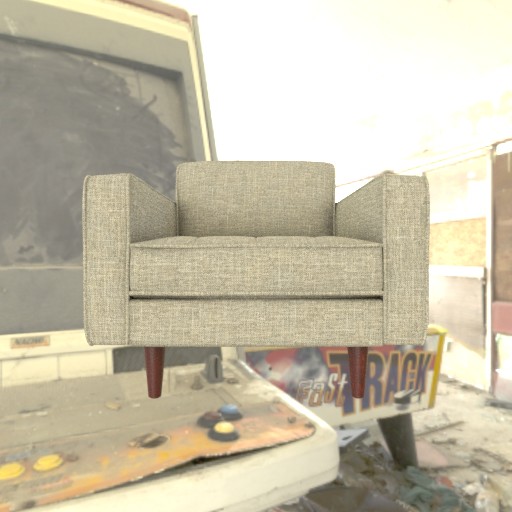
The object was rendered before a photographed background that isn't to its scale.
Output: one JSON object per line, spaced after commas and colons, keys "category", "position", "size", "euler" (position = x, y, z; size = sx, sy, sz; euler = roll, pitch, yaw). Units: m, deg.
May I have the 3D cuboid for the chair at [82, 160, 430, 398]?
{"category": "chair", "position": [0.000, 0.000, 1.541], "size": [0.889, 0.765, 0.914], "euler": [0, 0, 0]}
